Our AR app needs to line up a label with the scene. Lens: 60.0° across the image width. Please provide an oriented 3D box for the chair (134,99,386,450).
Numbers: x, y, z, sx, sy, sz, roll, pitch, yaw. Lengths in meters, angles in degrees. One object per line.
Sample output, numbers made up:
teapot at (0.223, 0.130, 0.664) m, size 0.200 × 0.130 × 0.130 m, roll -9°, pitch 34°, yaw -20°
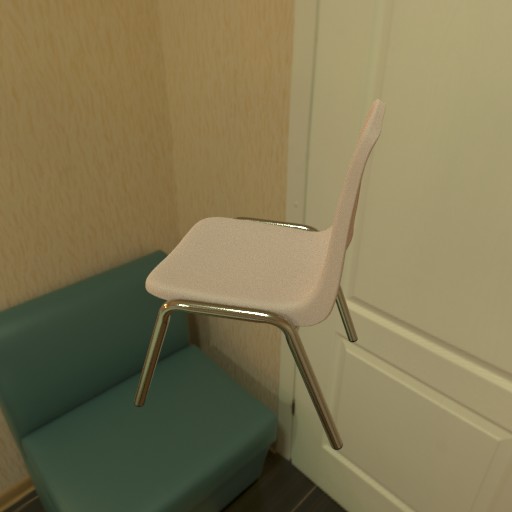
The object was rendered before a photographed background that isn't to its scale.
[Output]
chair at (0.000, 0.000, 0.852) m, size 0.423 × 0.586 × 0.354 m, roll 8°, pitch 31°, yaw 14°
